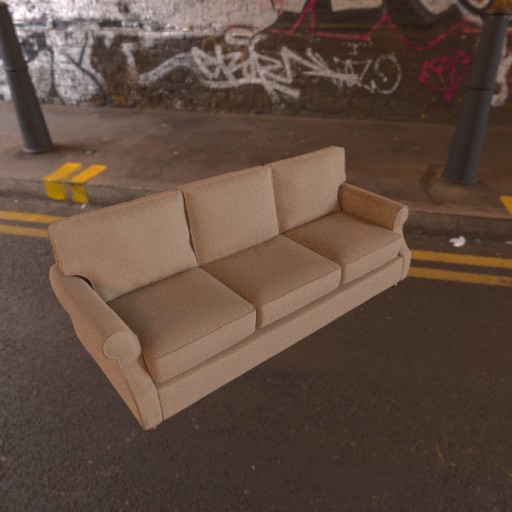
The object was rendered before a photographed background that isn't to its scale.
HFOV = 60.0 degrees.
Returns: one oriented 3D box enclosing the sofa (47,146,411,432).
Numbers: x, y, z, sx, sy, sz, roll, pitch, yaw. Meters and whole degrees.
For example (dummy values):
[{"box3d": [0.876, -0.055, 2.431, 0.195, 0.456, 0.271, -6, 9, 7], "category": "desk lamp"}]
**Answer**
[{"box3d": [0.000, 0.000, 2.863, 2.354, 0.948, 0.966, -22, 37, -34], "category": "sofa"}]
